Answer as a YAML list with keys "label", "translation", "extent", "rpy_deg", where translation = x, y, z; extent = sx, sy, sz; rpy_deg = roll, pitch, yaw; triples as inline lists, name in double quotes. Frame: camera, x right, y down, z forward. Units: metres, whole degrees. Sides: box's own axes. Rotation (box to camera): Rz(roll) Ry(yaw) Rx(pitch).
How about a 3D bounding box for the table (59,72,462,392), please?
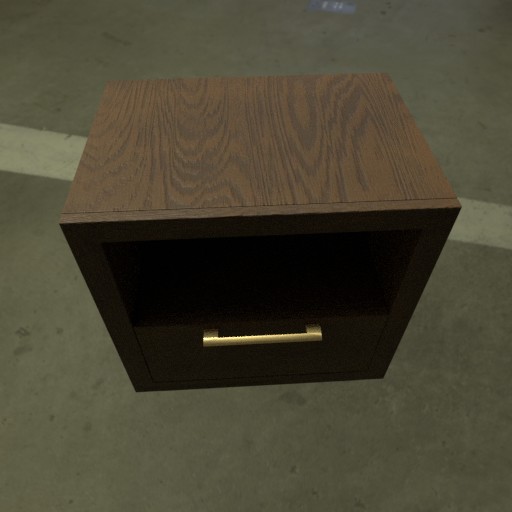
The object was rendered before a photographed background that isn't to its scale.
- label: "table"
  translation: [0.000, 0.000, 0.953]
  extent: [0.560, 0.585, 0.439]
  rpy_deg: [-3, 48, -2]
